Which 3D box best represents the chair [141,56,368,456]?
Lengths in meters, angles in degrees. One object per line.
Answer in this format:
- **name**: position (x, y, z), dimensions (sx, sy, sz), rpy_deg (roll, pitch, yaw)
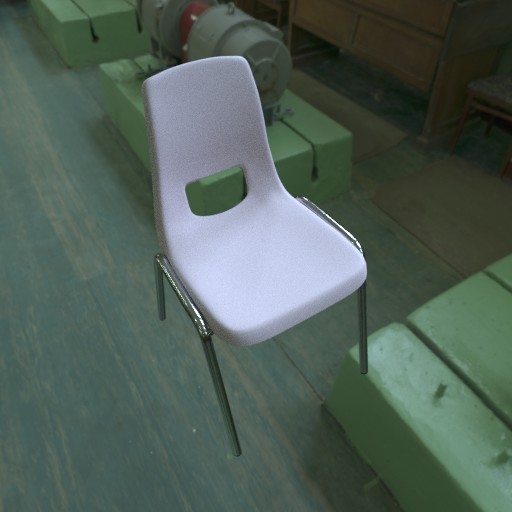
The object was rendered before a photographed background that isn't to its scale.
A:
- **chair**: position (0.000, 0.000, 0.912), dimensions (0.381, 0.653, 0.436), rpy_deg (-24, 50, -22)
